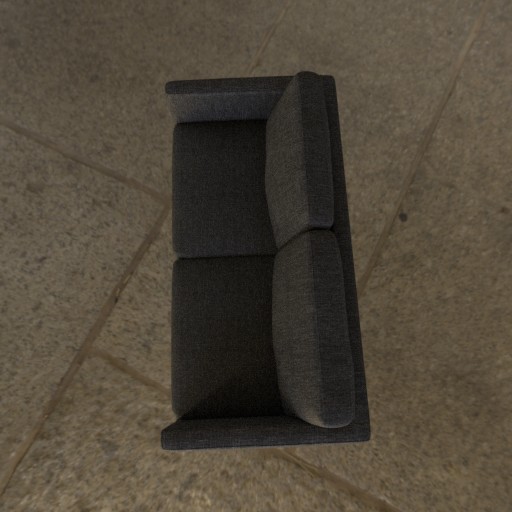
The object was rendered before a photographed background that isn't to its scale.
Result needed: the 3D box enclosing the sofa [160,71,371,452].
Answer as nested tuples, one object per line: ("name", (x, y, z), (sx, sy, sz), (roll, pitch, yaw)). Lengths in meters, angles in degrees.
("sofa", (0.000, 0.000, 2.418), (0.950, 0.963, 1.884), (-2, 75, -1))
